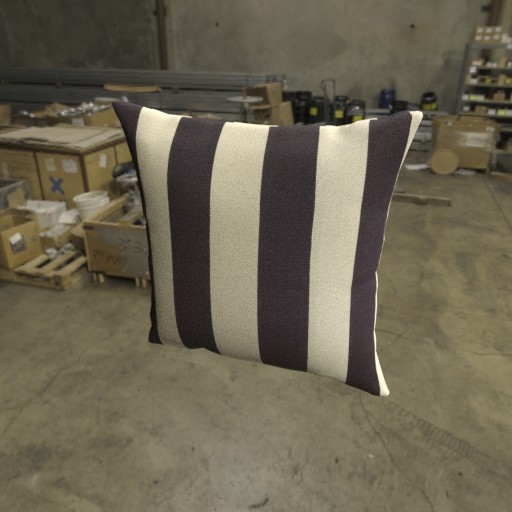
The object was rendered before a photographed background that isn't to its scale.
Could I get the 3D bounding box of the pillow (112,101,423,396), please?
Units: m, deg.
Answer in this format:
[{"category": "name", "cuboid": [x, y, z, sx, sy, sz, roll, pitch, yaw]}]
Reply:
[{"category": "pillow", "cuboid": [0.000, 0.000, 0.813, 0.536, 0.526, 0.189, 7, 26, 15]}]
